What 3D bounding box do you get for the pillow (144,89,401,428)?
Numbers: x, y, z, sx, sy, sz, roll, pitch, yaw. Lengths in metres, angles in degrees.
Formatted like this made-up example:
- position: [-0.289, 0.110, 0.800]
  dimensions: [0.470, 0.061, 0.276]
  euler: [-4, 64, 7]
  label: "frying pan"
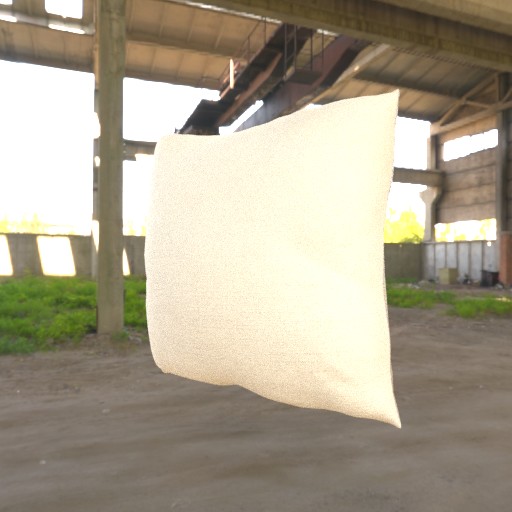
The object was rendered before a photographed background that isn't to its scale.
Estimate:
- position: [0.000, 0.000, 0.698]
  dimensions: [0.450, 0.448, 0.245]
  euler: [0, 0, 36]
  label: "pillow"
